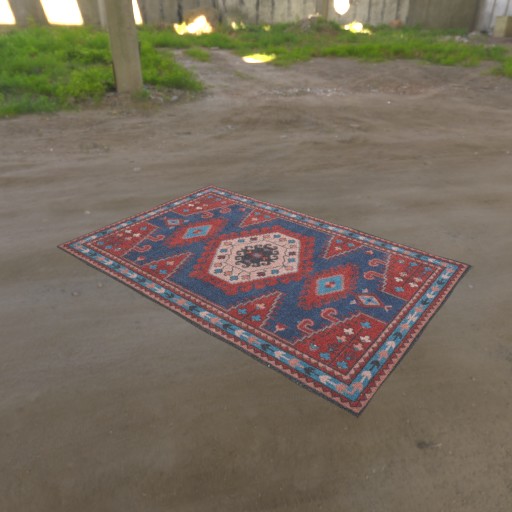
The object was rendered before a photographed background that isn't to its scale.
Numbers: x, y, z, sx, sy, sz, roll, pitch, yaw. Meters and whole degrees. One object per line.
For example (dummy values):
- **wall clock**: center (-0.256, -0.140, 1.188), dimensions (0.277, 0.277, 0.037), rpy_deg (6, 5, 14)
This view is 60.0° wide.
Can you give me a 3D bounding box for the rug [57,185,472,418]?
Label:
- **rug**: center (0.000, 0.000, 2.313), dimensions (1.820, 0.012, 1.207), rpy_deg (22, 36, 33)
